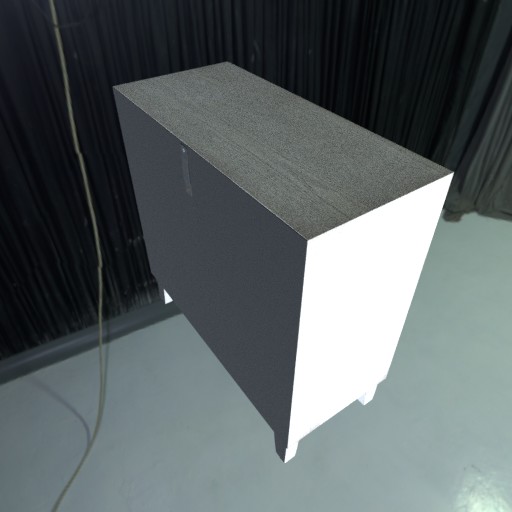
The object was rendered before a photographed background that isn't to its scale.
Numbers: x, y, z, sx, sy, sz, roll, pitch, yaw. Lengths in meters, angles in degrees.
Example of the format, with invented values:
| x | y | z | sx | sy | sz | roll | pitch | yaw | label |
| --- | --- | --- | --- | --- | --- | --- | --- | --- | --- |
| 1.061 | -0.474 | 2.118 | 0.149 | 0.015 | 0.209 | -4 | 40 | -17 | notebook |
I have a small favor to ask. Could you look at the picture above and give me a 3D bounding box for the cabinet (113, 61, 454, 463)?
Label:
| x | y | z | sx | sy | sz | roll | pitch | yaw | label |
| --- | --- | --- | --- | --- | --- | --- | --- | --- | --- |
| 0.000 | 0.000 | 1.241 | 0.370 | 0.787 | 0.781 | -25 | 46 | -26 | cabinet |
